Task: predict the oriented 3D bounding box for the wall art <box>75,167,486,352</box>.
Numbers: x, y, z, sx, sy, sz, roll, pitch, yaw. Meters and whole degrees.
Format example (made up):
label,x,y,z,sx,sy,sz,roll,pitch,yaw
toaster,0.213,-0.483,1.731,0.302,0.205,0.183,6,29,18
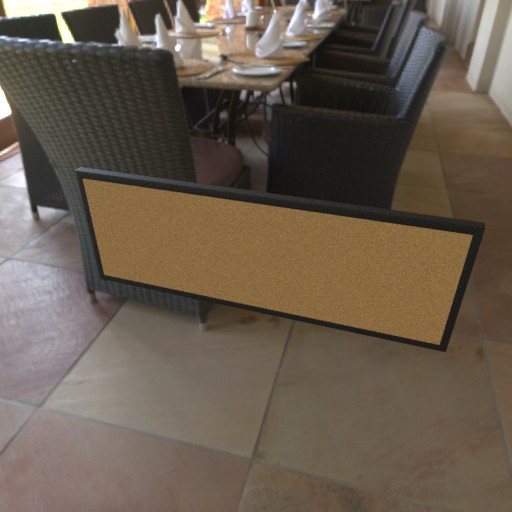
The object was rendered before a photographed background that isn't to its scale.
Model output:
label,x,y,z,sx,sy,sz,roll,pitch,yaw
wall art,0.000,0.000,1.802,1.572,0.554,0.041,10,34,15
